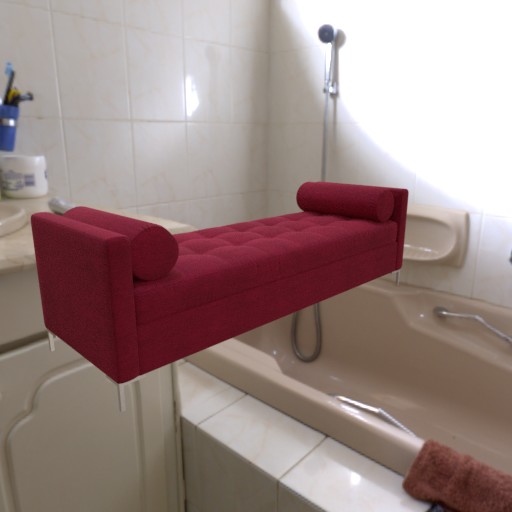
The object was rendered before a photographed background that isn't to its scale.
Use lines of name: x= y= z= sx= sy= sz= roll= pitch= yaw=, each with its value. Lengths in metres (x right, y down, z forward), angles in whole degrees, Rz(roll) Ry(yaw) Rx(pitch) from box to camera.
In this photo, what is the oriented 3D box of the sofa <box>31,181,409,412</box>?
sofa: x=0.000 y=0.000 z=2.356 sx=1.981 sy=0.635 sz=0.686 roll=-14 pitch=21 yaw=-43
